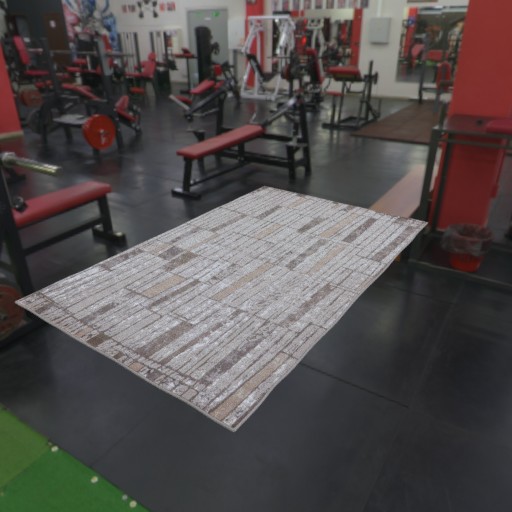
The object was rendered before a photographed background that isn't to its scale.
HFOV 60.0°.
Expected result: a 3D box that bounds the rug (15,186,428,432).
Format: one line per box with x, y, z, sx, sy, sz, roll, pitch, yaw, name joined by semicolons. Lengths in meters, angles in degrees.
0.000;0.000;2.924;1.531;0.023;2.444;18;32;31;rug
